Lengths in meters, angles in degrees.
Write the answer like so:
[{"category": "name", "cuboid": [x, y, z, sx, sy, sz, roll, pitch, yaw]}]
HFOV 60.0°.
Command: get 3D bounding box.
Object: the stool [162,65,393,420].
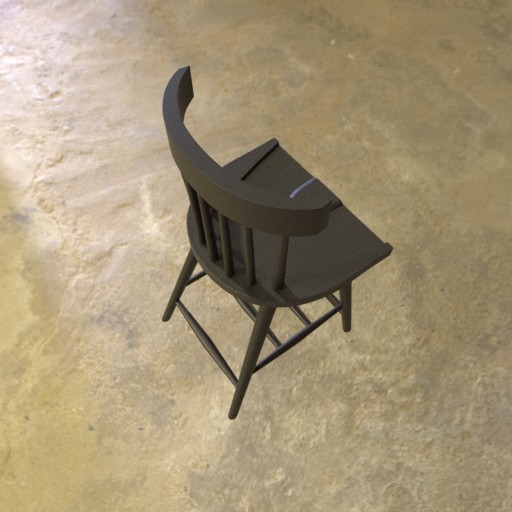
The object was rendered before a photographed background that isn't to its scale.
[{"category": "stool", "cuboid": [0.000, 0.000, 1.244, 0.549, 0.953, 0.494, -32, 63, -18]}]
